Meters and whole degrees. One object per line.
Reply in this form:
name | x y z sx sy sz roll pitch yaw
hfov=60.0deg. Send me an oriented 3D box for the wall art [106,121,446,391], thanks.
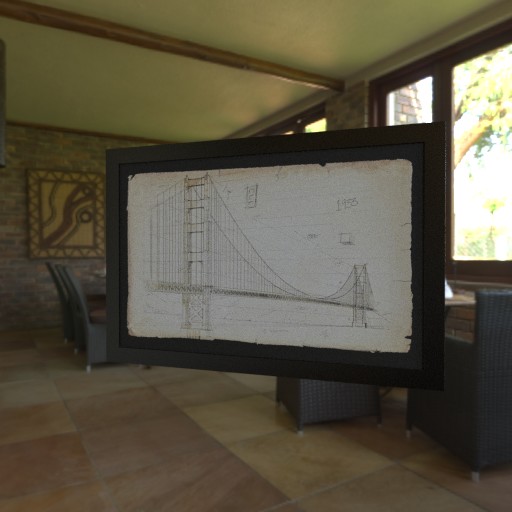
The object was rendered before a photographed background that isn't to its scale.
wall art | 0.000 0.000 0.838 0.660 0.447 0.013 0 1 18
